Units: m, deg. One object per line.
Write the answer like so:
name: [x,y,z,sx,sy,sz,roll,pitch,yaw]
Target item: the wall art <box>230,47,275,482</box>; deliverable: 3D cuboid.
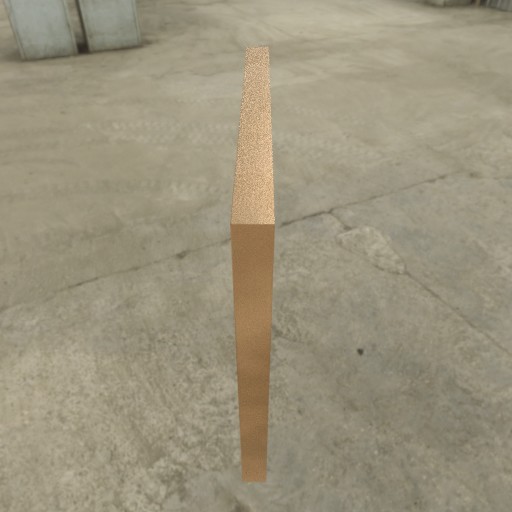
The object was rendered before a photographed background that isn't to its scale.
wall art: [0.000,0.000,0.736,0.038,0.511,0.513,0,41,0]
